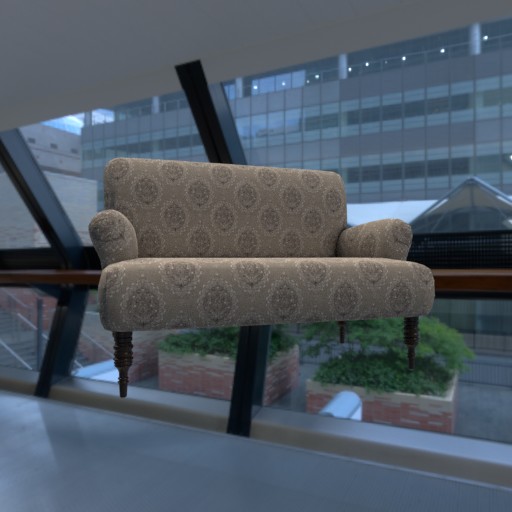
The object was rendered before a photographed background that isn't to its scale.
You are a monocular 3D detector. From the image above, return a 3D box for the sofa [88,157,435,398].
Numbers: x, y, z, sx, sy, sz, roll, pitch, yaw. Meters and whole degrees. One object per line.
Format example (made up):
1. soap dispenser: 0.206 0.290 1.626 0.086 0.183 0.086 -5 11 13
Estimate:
1. sofa: 0.000 0.000 1.847 1.297 0.889 0.779 0 0 -19
